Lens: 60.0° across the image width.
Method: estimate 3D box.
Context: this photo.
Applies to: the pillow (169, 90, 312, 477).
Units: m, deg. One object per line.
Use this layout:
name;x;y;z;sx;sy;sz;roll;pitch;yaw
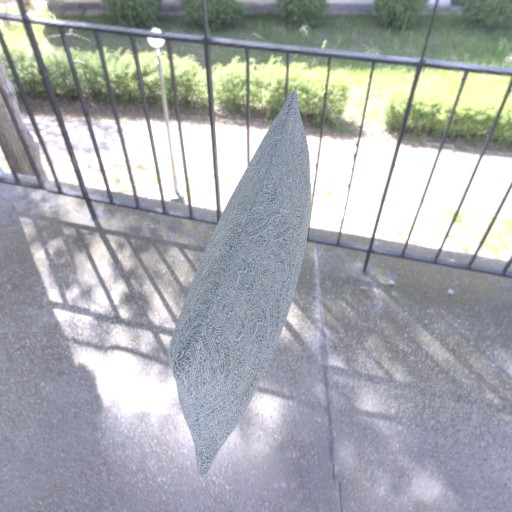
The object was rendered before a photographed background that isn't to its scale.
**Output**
pillow;0.000;0.000;0.735;0.151;0.295;0.615;10;46;10
